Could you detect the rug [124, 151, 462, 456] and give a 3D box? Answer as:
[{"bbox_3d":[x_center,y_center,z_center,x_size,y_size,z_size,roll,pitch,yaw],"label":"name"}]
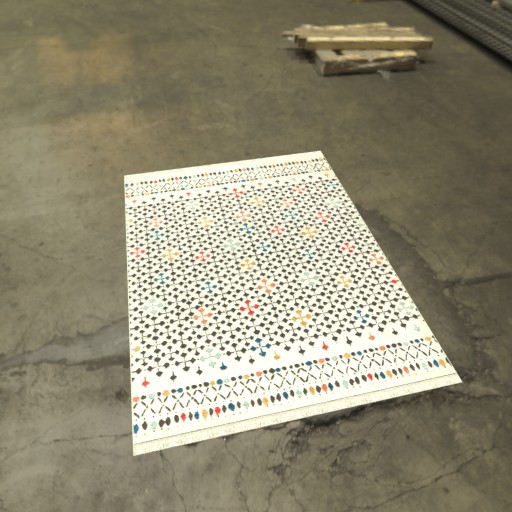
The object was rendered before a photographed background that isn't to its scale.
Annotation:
[{"bbox_3d":[0.000,0.000,2.017,1.146,0.006,1.556,-9,46,-9],"label":"rug"}]
